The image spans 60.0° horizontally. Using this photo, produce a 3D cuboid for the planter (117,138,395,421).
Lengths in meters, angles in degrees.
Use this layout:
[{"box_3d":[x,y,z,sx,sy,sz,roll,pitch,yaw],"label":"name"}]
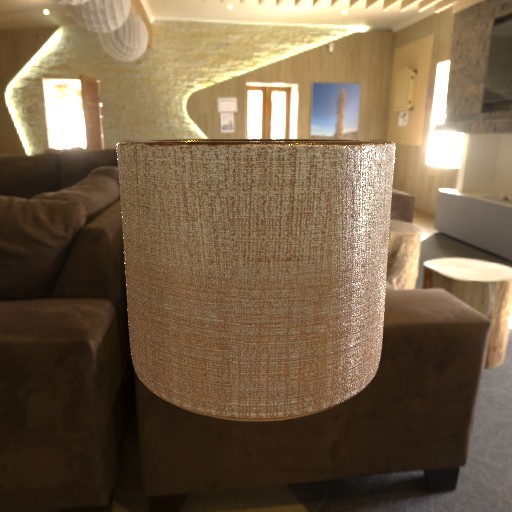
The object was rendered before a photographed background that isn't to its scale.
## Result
[{"box_3d":[0.000,0.000,0.309,0.177,0.157,0.177,0,15,0],"label":"planter"}]
